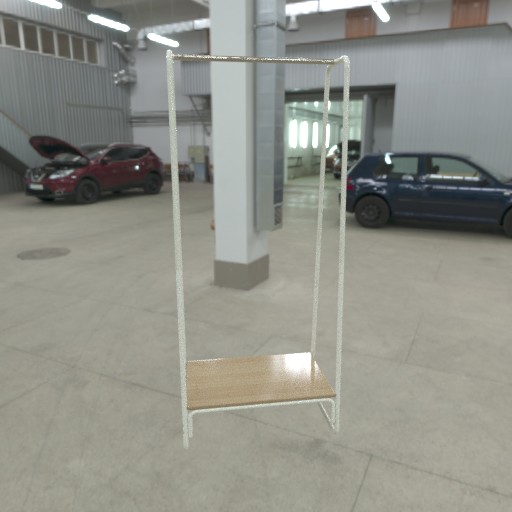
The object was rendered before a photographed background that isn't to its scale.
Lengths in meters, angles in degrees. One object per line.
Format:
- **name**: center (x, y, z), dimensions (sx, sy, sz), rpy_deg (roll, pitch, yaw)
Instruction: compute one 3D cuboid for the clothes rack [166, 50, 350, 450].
- **clothes rack**: center (0.000, 0.000, 1.803), dimensions (0.640, 1.500, 0.400), rpy_deg (-2, 14, -9)
